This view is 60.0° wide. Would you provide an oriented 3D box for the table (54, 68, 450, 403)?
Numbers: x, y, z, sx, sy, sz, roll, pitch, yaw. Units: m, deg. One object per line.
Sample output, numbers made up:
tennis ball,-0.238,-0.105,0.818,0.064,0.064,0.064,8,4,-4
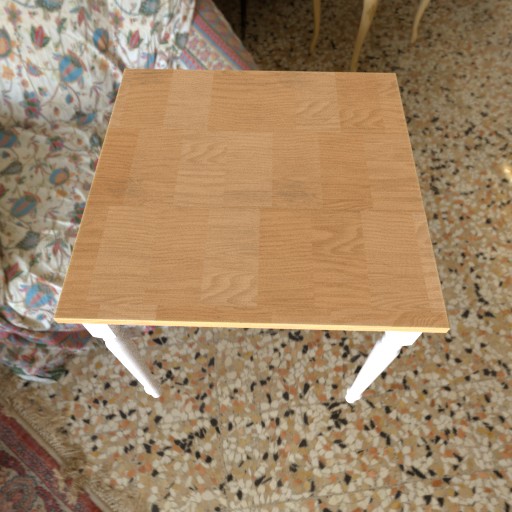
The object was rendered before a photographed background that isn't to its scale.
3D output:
table,0.000,0.000,1.341,0.747,0.738,0.747,1,59,1
